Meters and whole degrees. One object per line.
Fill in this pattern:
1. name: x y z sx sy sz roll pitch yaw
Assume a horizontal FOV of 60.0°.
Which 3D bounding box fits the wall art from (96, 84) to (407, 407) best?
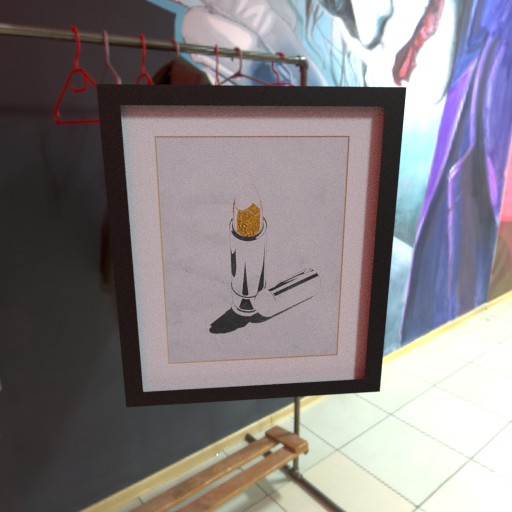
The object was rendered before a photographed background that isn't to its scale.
1. wall art: 0.000 0.000 0.531 0.330 0.381 0.019 -2 16 -6
